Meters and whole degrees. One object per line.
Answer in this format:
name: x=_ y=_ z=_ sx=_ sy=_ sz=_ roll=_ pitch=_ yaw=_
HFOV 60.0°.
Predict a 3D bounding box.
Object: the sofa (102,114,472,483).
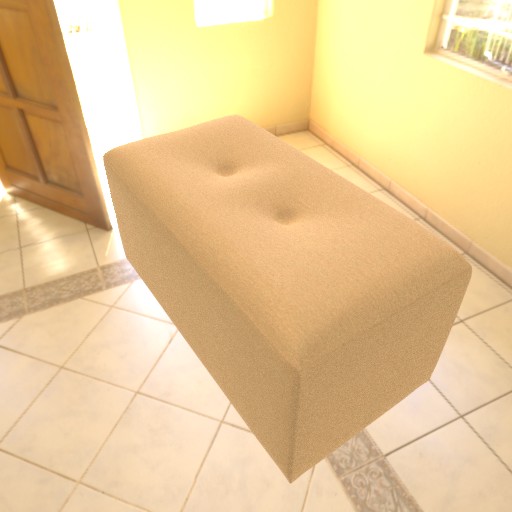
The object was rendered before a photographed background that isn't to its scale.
sofa: x=0.000 y=0.000 z=1.202 sx=0.480 sy=0.470 sz=0.930 roll=-24 pitch=46 yaw=-26
